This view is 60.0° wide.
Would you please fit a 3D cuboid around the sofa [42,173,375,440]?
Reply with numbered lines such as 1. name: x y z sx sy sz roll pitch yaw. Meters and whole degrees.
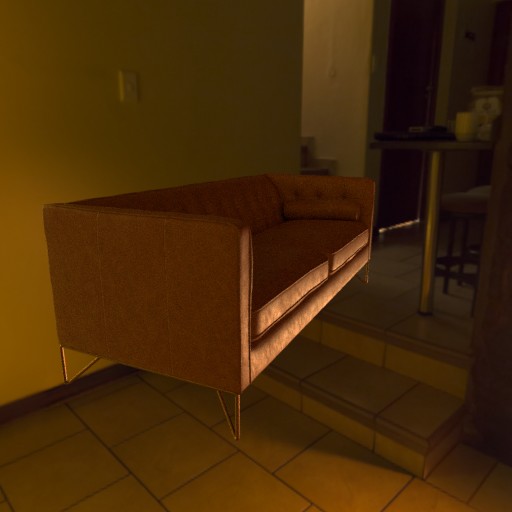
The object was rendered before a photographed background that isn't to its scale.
1. sofa: 0.000 0.000 2.548 0.912 0.798 2.079 7 16 25
